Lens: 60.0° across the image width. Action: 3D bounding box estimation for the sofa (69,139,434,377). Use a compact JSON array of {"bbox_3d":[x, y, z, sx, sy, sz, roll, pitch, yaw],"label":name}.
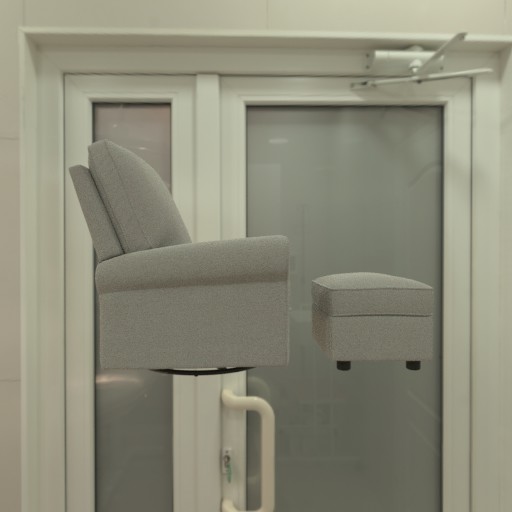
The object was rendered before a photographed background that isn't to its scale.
[{"bbox_3d":[0.000,0.000,2.076,1.478,0.959,0.880,0,1,-1],"label":"sofa"}]
